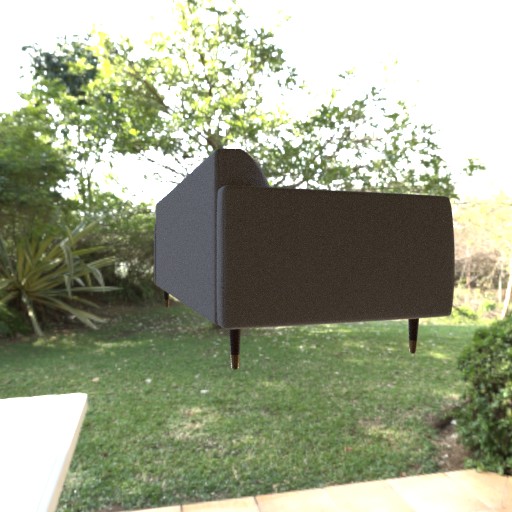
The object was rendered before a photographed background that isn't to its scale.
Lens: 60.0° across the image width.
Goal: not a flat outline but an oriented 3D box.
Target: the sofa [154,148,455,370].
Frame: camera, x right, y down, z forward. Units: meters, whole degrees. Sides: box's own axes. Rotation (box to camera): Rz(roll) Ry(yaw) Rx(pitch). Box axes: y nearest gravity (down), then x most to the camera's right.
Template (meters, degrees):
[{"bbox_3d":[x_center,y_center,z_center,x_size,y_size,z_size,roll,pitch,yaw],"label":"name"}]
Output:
[{"bbox_3d":[0.000,0.000,2.691,0.990,0.821,2.291,0,1,-19],"label":"sofa"}]
